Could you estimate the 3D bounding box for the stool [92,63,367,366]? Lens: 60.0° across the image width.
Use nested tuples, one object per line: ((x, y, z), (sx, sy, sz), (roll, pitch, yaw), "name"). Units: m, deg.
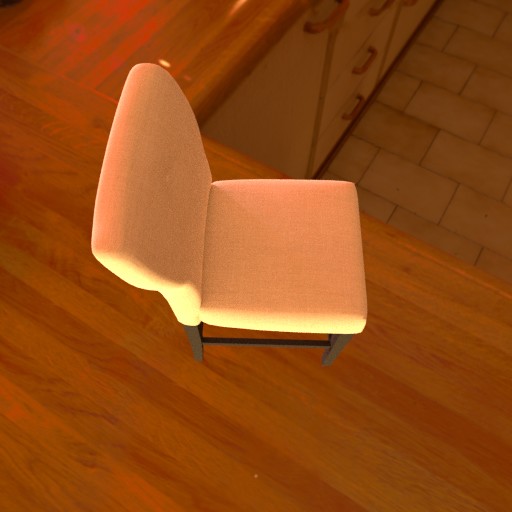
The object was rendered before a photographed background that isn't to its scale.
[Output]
((0.000, 0.000, 1.311), (0.603, 0.972, 0.514), (1, 64, 1), "stool")
